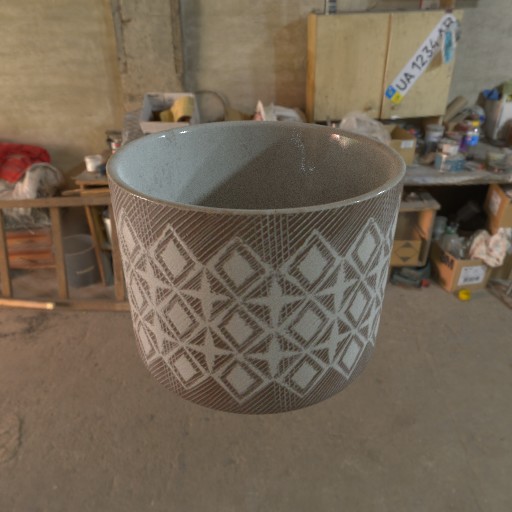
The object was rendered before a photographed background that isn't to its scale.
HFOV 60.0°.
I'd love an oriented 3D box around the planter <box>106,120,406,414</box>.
[{"bbox_3d":[0.000,0.000,0.220,0.126,0.104,0.126,0,30,0],"label":"planter"}]
